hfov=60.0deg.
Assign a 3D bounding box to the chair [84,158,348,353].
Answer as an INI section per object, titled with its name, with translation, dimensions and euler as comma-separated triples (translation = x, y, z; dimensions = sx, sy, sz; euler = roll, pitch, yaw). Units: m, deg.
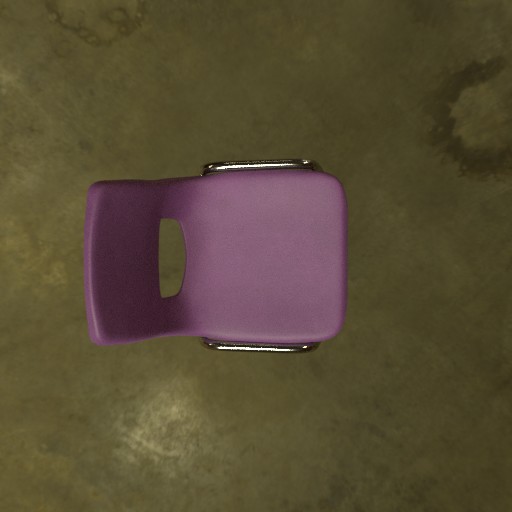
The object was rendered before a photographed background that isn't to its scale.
[chair]
translation = 0.000, 0.000, 0.911
dimensions = 0.432, 0.704, 0.381
euler = 0, 92, 1
